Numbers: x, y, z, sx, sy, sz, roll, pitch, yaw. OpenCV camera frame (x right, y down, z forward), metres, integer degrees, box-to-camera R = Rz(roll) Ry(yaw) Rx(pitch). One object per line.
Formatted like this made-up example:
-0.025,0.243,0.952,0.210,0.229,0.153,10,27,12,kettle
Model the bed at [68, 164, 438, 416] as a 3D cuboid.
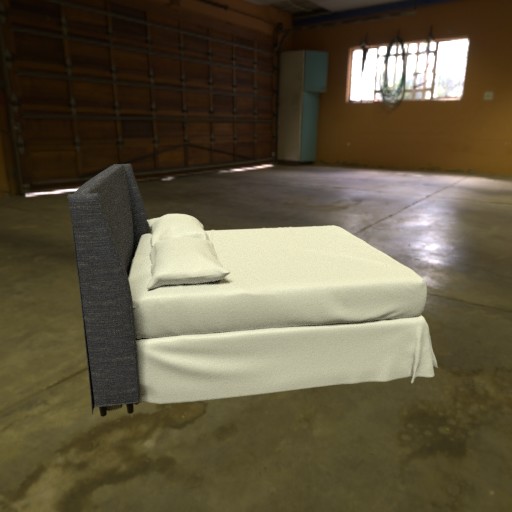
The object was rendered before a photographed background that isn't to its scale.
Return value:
0.000,0.000,3.469,2.276,1.332,1.925,-3,17,-10,bed
